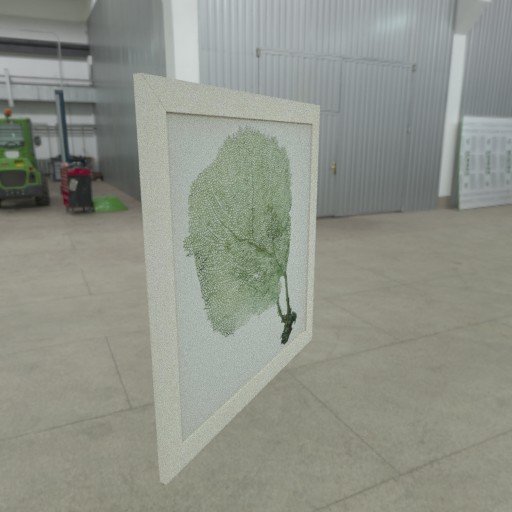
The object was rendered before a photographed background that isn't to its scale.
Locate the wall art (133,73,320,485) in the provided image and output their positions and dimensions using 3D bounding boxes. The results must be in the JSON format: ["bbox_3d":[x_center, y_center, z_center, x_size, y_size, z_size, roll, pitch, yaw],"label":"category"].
[{"bbox_3d":[0.000,0.000,0.853,0.013,0.584,0.584,8,17,28],"label":"wall art"}]
